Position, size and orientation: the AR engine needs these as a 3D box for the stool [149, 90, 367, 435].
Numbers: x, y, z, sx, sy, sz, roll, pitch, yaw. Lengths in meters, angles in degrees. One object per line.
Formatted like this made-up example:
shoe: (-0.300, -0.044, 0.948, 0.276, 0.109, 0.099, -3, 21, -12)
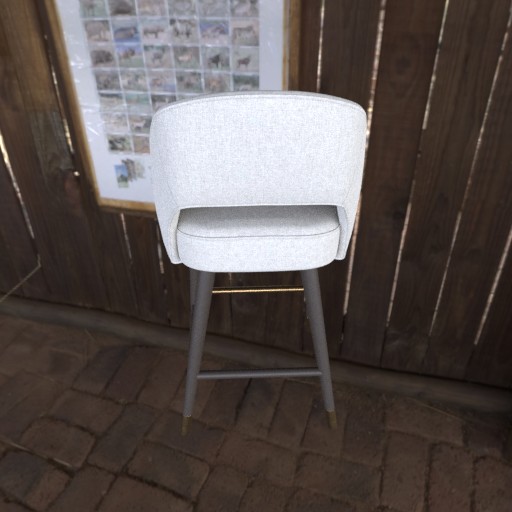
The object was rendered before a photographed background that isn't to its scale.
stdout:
stool: (0.000, 0.000, 1.207, 0.494, 0.940, 0.509, -1, 30, -2)
